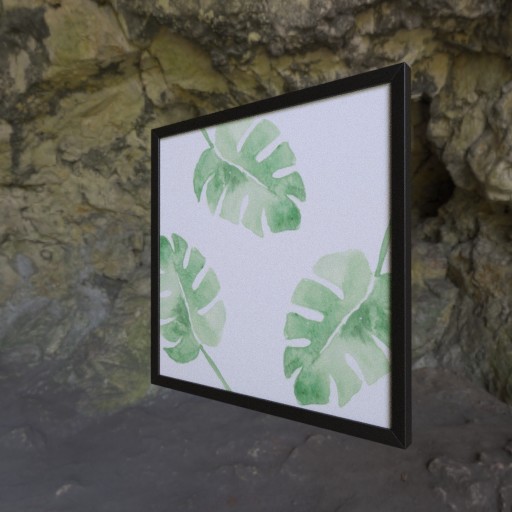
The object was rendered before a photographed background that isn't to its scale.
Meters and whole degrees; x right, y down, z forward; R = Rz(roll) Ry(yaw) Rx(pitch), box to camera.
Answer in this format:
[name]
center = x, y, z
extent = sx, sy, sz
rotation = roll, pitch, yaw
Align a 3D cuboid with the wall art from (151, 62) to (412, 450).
[wall art]
center = 0.000, 0.000, 1.118
extent = 0.765, 0.765, 0.038
rotation = 0, 0, 37
